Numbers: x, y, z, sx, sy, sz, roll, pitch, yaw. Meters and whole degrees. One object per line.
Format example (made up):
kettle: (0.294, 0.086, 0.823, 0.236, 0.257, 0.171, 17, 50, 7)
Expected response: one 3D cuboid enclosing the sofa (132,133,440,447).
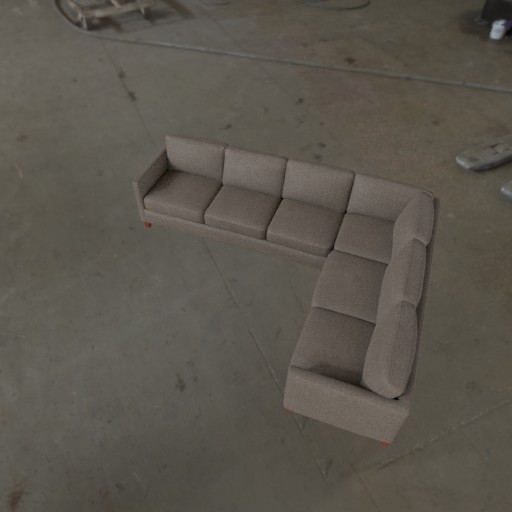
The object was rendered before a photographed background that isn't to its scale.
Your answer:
sofa: (0.000, 0.000, 4.502, 3.302, 0.947, 2.593, 15, 49, 14)
